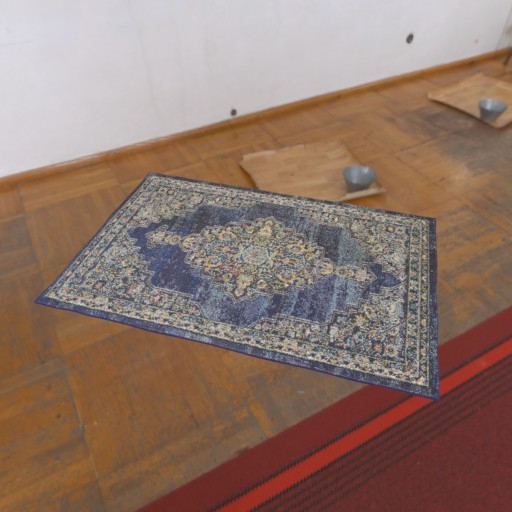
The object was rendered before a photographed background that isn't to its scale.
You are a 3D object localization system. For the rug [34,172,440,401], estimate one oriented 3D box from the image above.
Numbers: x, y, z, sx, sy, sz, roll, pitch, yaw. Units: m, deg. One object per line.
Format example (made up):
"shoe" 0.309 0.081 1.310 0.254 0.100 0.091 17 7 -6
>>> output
"rug" 0.000 0.000 2.266 1.781 0.012 1.184 11 43 12
